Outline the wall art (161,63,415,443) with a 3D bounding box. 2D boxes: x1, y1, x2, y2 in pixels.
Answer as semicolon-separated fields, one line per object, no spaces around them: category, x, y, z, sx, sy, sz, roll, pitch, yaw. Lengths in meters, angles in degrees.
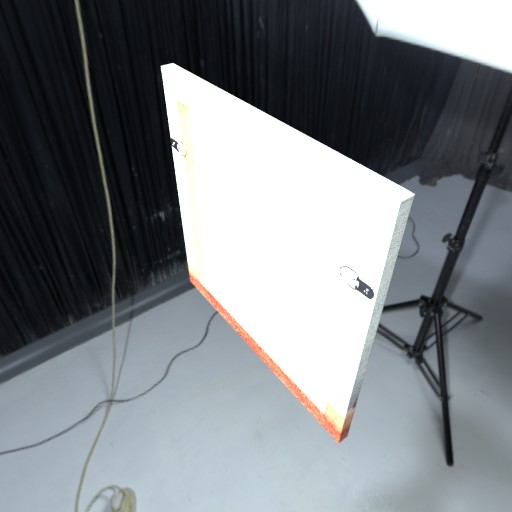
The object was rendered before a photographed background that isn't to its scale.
wall art;0.000;0.000;1.148;0.042;0.760;0.760;-26;47;-27
